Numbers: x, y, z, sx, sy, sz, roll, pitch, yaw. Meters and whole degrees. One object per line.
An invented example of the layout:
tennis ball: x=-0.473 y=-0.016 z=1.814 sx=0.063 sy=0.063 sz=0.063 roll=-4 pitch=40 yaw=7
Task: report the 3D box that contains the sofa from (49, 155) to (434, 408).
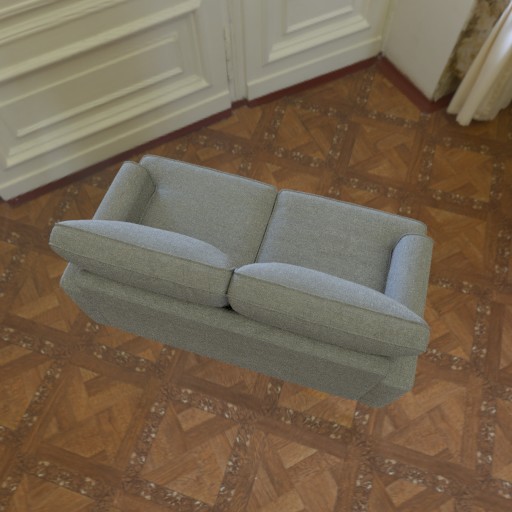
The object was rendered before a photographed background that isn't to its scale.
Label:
sofa: x=0.000 y=0.000 z=2.223 sx=1.651 sy=0.965 sz=0.965 roll=15 pitch=64 yaw=7
